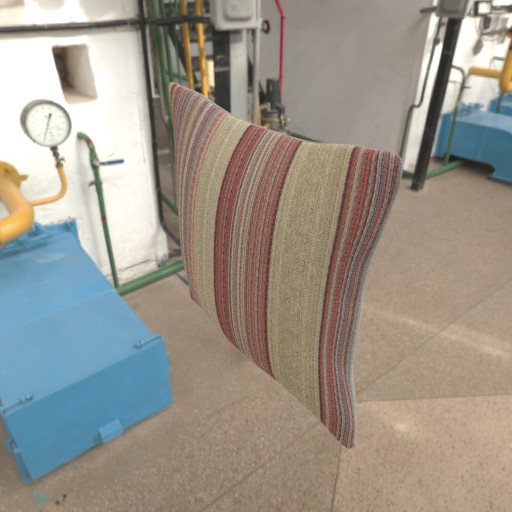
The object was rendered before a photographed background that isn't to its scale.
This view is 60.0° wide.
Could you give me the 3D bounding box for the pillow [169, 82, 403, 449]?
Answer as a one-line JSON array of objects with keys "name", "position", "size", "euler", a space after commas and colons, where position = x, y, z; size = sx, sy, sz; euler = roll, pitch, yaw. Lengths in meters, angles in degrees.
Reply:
[{"name": "pillow", "position": [0.000, 0.000, 0.643], "size": [0.136, 0.419, 0.437], "euler": [-22, 38, -31]}]
